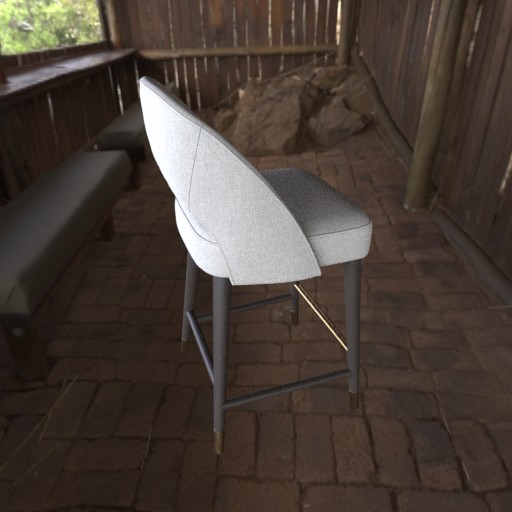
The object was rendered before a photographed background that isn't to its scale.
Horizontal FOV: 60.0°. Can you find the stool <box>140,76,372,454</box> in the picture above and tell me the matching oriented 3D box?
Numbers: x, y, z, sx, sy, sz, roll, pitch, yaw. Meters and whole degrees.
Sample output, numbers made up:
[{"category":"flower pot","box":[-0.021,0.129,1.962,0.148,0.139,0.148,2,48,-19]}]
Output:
[{"category":"stool","box":[0.000,0.000,1.224,0.509,0.940,0.494,-11,32,-18]}]
